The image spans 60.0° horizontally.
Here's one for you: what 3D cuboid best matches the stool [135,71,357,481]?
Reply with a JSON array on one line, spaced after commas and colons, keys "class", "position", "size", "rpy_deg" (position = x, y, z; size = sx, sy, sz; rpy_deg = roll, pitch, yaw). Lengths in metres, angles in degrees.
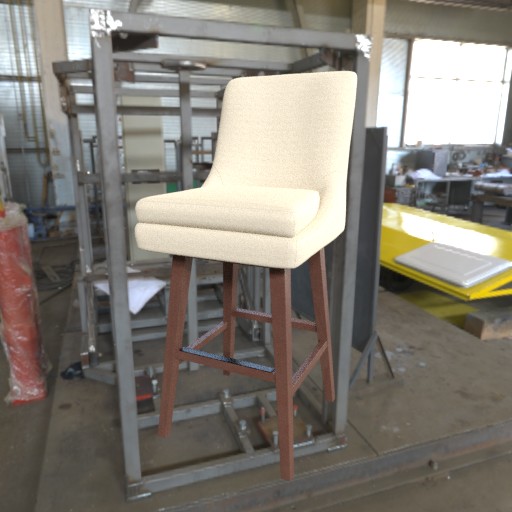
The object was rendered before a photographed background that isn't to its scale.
[{"class": "stool", "position": [0.000, 0.000, 1.354], "size": [0.483, 1.093, 0.559], "rpy_deg": [7, 16, 25]}]
